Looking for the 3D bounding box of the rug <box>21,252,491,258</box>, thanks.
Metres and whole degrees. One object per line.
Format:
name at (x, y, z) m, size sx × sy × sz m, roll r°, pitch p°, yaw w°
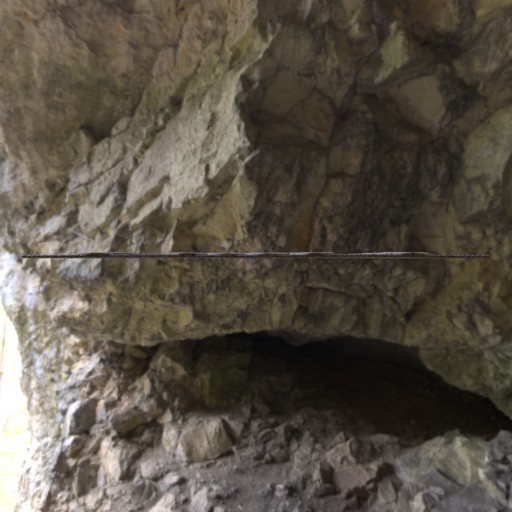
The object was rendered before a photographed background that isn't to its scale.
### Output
rug at (0.000, 0.000, 2.957) m, size 2.333 × 0.033 × 1.513 m, roll 0°, pitch 0°, yaw 0°
